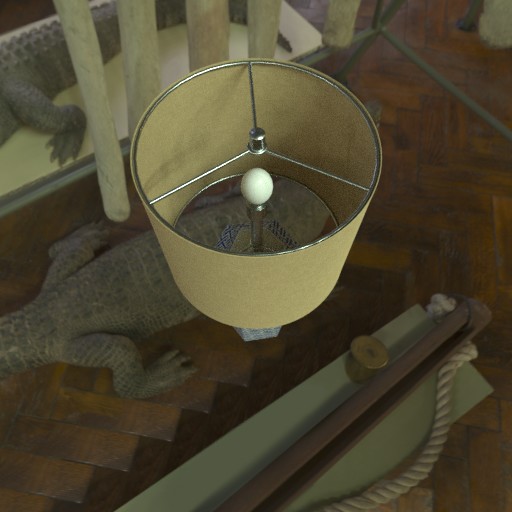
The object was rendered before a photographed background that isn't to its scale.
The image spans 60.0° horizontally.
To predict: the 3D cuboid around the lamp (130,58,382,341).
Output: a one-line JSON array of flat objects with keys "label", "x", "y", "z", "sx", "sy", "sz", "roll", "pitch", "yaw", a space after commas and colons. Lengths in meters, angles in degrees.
[{"label": "lamp", "x": 0.000, "y": 0.000, "z": 0.854, "sx": 0.320, "sy": 0.682, "sz": 0.320, "roll": -31, "pitch": 68, "yaw": -14}]
